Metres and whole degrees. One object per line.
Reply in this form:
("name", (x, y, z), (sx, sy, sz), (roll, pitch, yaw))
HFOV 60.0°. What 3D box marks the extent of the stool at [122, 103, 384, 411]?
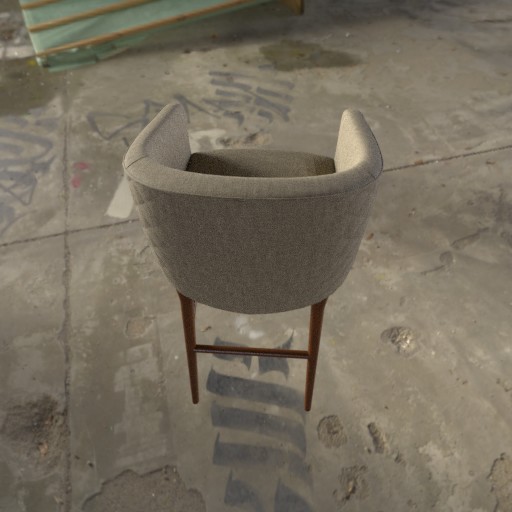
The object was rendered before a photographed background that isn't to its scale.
("stool", (0.000, 0.000, 1.290), (0.559, 0.952, 0.635), (3, 47, 3))
